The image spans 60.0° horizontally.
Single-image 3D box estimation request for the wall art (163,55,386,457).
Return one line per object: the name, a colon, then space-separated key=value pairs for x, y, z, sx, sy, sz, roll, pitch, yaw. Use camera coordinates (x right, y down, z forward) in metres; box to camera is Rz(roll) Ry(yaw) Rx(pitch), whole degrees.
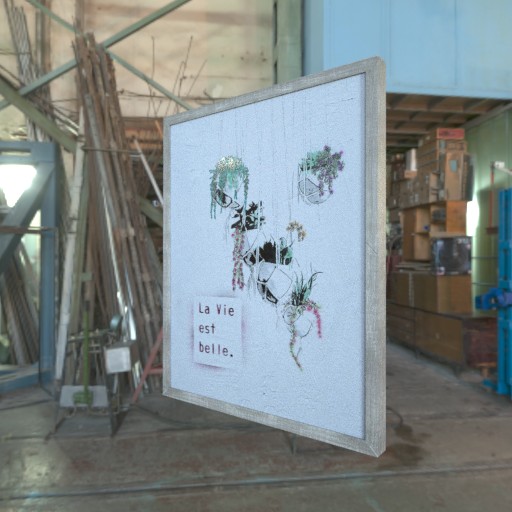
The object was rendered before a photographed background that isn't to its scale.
wall art: x=0.000 y=0.000 z=0.715 sx=0.421 sy=0.521 sz=0.032 roll=0 pitch=0 yaw=38
